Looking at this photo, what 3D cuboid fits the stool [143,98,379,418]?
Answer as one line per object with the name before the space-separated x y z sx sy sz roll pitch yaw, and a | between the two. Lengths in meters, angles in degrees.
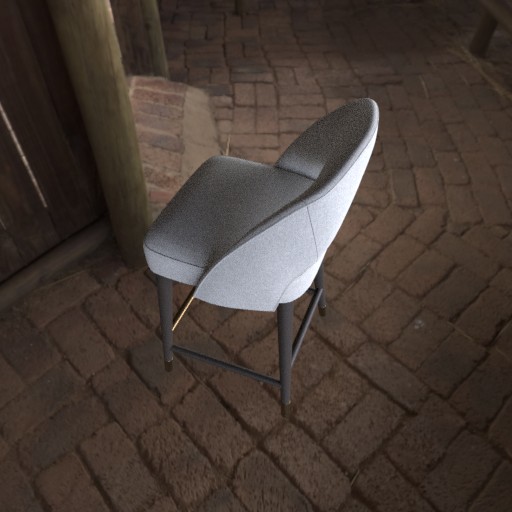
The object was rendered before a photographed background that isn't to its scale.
stool | 0.000 0.000 1.277 0.509 0.940 0.494 17 50 15
